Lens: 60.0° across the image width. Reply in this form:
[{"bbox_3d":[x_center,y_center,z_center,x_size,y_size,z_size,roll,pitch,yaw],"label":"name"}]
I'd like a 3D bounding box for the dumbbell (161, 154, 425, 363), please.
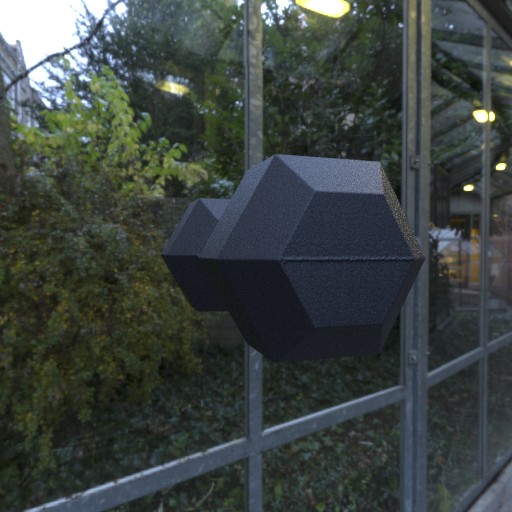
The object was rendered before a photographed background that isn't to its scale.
[{"bbox_3d":[0.000,0.000,0.408,0.142,0.123,0.337,0,1,-18],"label":"dumbbell"}]
